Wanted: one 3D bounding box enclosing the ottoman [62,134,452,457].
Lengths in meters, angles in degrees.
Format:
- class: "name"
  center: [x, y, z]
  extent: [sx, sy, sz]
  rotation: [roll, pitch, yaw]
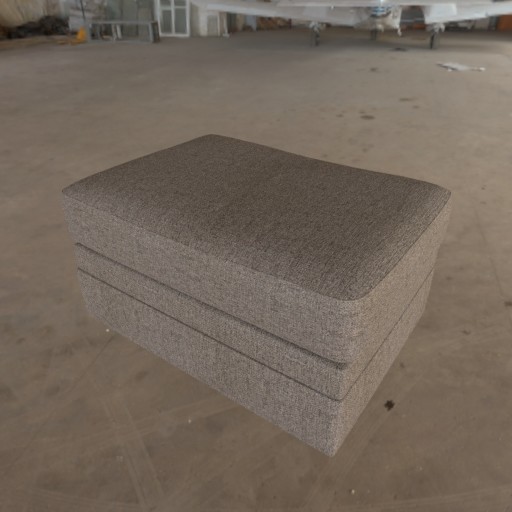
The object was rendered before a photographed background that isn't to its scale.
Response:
- class: "ottoman"
  center: [0.000, 0.000, 1.258]
  extent: [0.885, 0.478, 0.637]
  rotation: [20, 37, 30]
